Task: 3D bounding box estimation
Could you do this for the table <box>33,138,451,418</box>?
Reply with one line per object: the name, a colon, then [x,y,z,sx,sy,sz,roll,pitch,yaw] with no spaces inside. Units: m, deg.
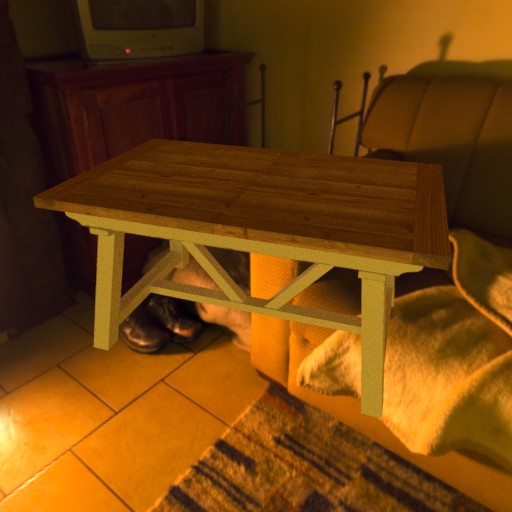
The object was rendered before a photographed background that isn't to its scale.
table: [0.000,0.000,2.060,1.503,0.743,0.922,9,31,16]
